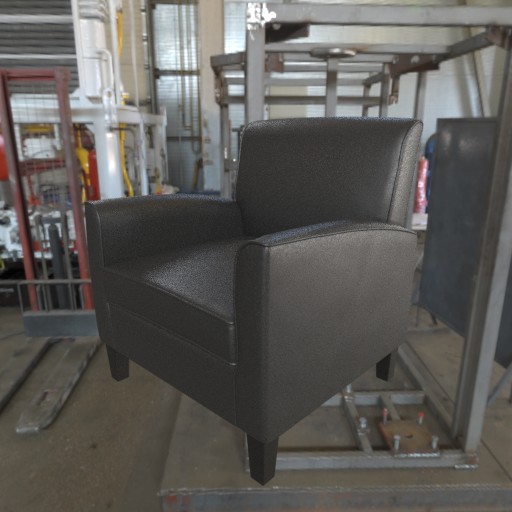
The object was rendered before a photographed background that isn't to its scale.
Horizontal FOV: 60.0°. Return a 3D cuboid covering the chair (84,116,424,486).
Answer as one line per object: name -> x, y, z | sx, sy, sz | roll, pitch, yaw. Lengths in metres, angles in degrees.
chair -> 0.000, 0.000, 1.507 | 0.820, 0.916, 0.819 | 15, 22, 41
